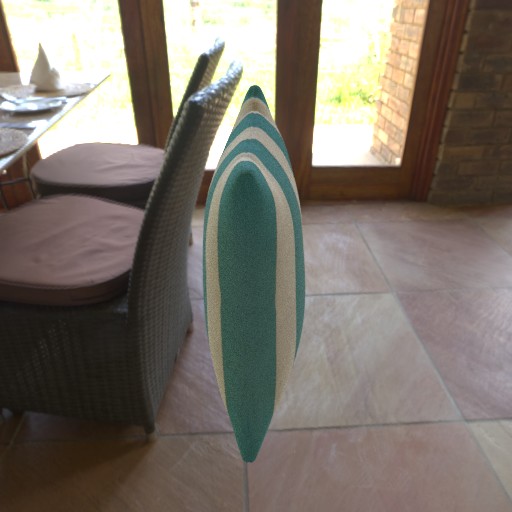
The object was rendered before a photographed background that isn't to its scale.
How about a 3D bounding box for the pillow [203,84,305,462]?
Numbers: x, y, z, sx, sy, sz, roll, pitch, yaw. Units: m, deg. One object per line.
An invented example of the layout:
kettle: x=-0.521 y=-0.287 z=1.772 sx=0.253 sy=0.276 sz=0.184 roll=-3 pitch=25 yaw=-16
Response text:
pillow: x=0.000 y=0.000 z=0.830 sx=0.189 sy=0.526 sz=0.536 roll=0 pitch=31 yaw=0
